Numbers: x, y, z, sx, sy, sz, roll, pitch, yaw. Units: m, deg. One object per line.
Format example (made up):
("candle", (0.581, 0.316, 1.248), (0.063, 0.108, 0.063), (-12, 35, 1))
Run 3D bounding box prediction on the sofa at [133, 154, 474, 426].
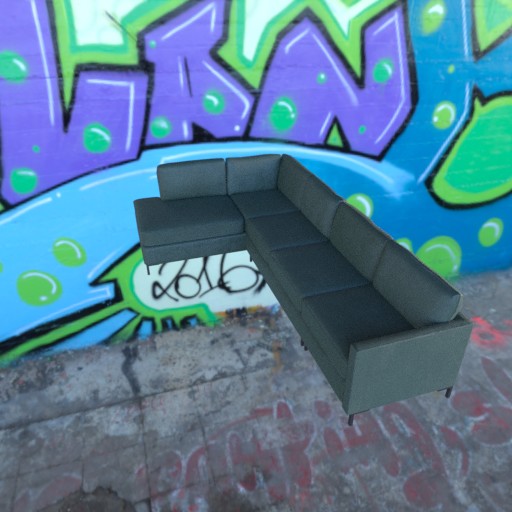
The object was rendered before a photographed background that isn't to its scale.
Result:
("sofa", (0.000, 0.000, 4.259), (2.048, 0.996, 3.384), (-9, 32, -15))
